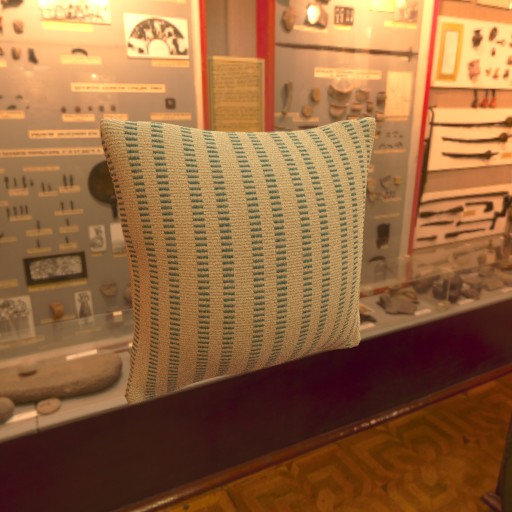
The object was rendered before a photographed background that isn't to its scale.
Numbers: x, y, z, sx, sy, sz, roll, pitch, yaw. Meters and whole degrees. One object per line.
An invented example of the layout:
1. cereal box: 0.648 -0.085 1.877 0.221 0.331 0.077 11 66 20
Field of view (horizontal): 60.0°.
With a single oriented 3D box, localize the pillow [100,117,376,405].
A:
1. pillow: 0.000 0.000 0.701 0.438 0.419 0.247 -8 19 -24
